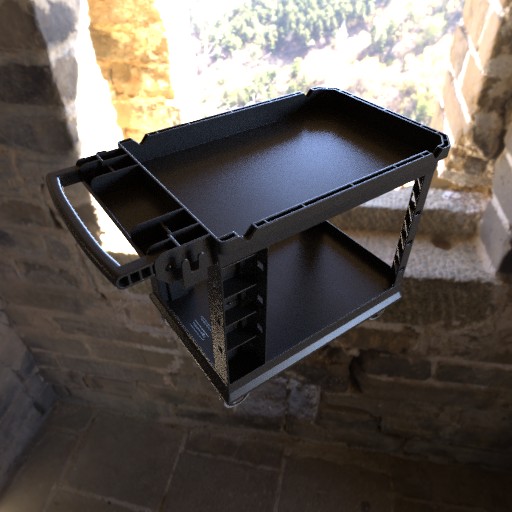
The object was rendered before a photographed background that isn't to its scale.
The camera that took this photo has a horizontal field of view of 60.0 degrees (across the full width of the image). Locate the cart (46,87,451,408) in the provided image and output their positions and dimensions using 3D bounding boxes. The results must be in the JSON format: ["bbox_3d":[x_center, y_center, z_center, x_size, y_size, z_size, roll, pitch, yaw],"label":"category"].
[{"bbox_3d":[0.000,0.000,1.726,1.239,0.884,0.674,-25,46,-26],"label":"cart"}]
